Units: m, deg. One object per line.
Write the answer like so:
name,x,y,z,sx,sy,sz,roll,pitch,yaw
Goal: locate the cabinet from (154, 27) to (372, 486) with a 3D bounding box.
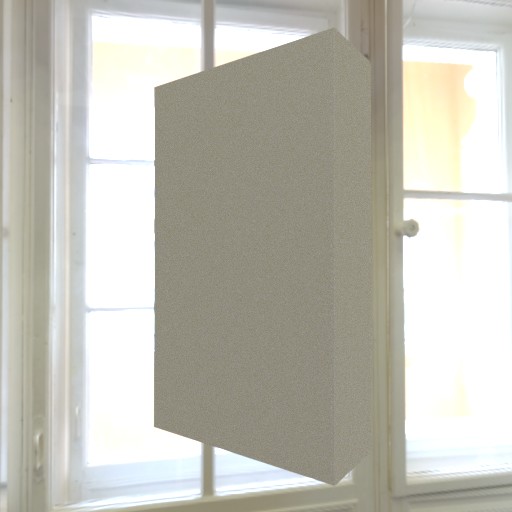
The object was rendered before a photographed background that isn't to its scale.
cabinet,0.000,0.000,2.639,1.250,2.160,0.480,0,0,36
